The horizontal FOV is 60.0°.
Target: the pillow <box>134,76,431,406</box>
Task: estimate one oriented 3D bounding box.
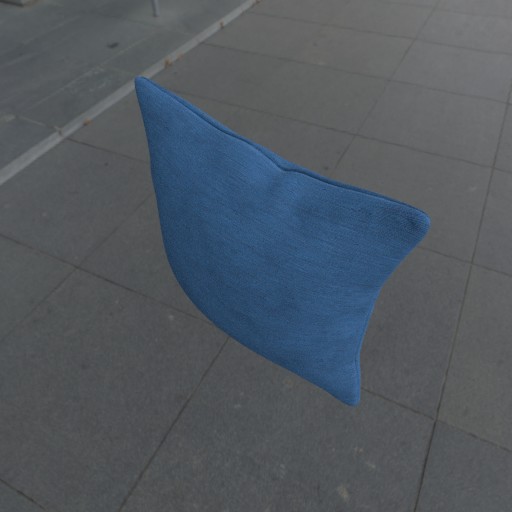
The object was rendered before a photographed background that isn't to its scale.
[{"bbox_3d":[0.000,0.000,0.659,0.437,0.420,0.177,33,56,27],"label":"pillow"}]
